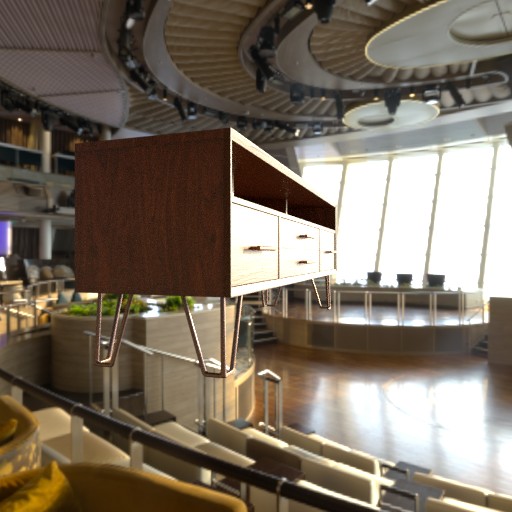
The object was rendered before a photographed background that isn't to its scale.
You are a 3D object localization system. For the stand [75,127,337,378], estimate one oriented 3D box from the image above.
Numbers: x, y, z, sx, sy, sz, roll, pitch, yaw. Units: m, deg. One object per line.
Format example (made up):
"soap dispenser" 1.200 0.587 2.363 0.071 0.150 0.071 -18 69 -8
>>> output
"stand" 0.000 0.000 1.892 0.481 0.610 1.626 0 0 19
